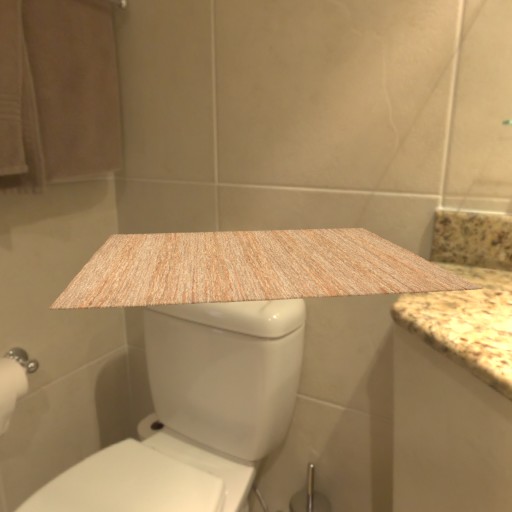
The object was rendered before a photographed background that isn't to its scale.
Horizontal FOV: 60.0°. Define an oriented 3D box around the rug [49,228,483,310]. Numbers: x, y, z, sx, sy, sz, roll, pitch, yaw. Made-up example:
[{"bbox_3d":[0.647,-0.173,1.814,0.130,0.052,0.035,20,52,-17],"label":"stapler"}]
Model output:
[{"bbox_3d":[0.000,0.000,4.032,2.939,0.009,2.313,-2,15,-8],"label":"rug"}]
